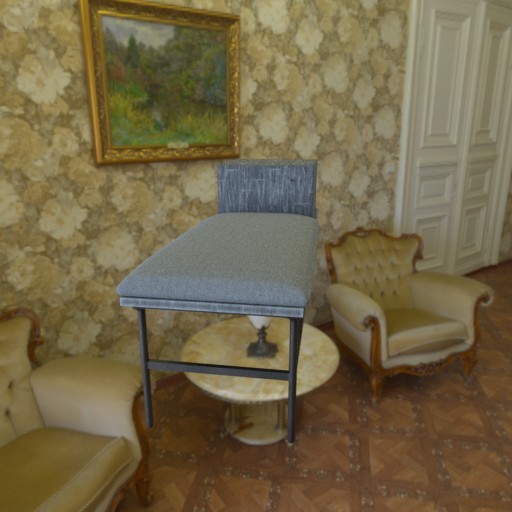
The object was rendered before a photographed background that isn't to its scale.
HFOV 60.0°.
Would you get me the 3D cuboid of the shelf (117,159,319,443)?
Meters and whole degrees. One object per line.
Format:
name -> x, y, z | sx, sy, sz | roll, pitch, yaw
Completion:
shelf -> 0.000, 0.000, 1.659 | 0.457, 0.633, 1.342 | 3, 16, 9
